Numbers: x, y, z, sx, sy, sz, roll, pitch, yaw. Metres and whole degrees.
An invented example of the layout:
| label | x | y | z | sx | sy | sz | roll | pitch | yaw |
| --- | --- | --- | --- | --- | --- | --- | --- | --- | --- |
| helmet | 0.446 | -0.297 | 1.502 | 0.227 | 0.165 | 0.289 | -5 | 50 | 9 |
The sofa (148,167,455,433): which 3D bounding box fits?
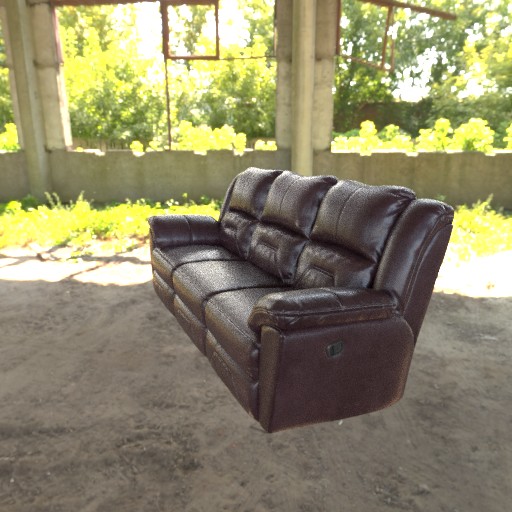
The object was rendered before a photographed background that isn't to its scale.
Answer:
| label | x | y | z | sx | sy | sz | roll | pitch | yaw |
| --- | --- | --- | --- | --- | --- | --- | --- | --- | --- |
| sofa | 0.000 | 0.000 | 2.872 | 0.991 | 1.043 | 2.337 | -7 | 16 | -24 |
